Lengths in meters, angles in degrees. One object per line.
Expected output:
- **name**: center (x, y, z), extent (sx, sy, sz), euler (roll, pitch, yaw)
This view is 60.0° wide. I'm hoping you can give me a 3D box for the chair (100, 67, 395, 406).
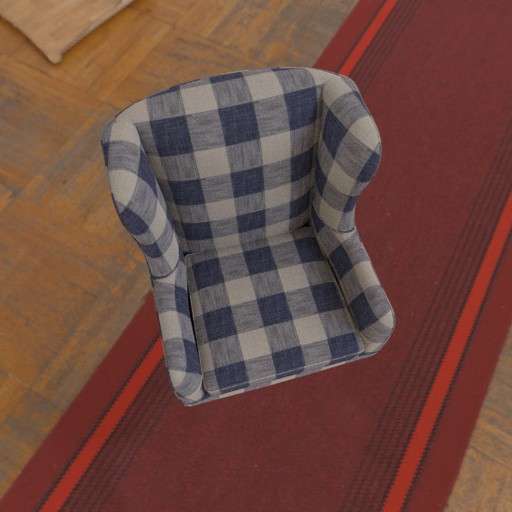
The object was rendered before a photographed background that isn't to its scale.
- **chair**: center (0.000, 0.000, 1.719), extent (0.830, 1.041, 0.889), euler (-14, 65, -6)
